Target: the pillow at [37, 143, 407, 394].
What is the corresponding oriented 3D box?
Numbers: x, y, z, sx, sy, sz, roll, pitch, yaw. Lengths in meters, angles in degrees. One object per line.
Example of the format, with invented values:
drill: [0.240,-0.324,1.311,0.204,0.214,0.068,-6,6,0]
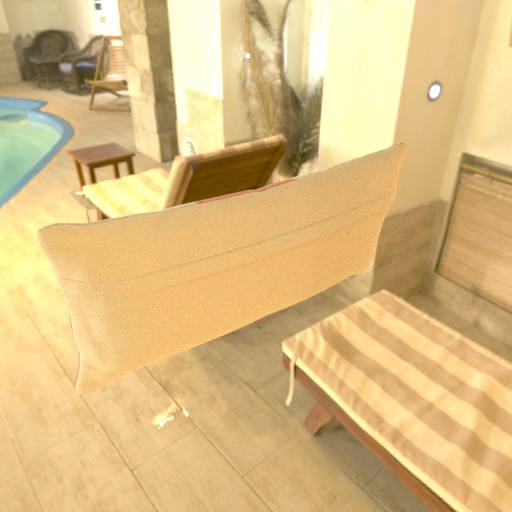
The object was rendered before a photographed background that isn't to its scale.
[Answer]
pillow: [0.000,0.000,0.713,0.609,0.292,0.155,-19,36,-29]
